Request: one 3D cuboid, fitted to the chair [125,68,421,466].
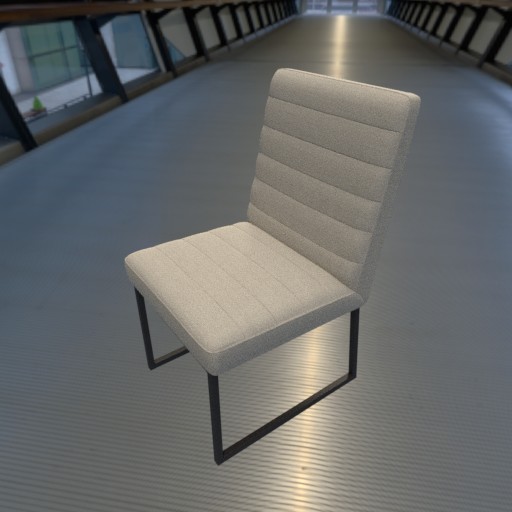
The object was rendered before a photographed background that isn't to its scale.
[{"bbox_3d":[0.000,0.000,1.301,0.634,0.930,0.520,-21,37,-30],"label":"chair"}]
